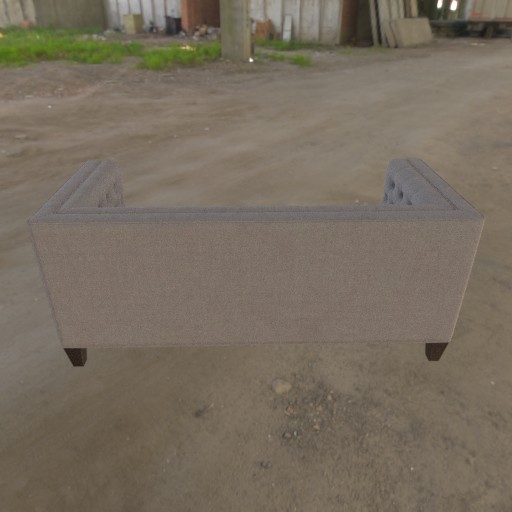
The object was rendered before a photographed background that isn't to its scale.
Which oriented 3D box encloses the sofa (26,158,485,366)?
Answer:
[{"bbox_3d":[0.000,0.000,2.217,1.778,0.762,0.775,-1,30,-1],"label":"sofa"}]
